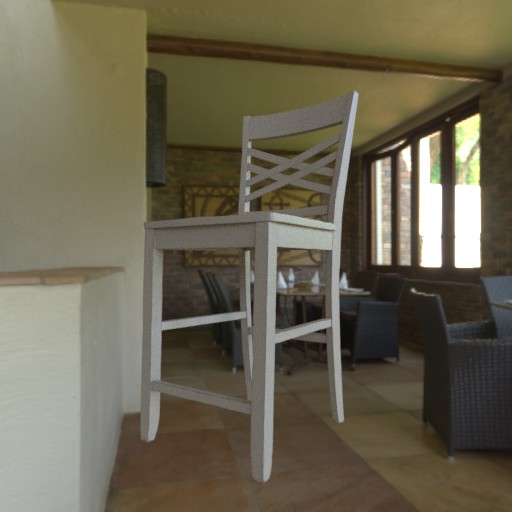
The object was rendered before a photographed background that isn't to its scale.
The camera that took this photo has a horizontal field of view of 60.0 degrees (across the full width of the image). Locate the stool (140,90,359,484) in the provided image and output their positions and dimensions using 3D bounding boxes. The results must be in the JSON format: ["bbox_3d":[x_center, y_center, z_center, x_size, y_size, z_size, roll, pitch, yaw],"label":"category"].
[{"bbox_3d":[0.000,0.000,1.375,0.462,1.079,0.539,0,-1,36],"label":"stool"}]
